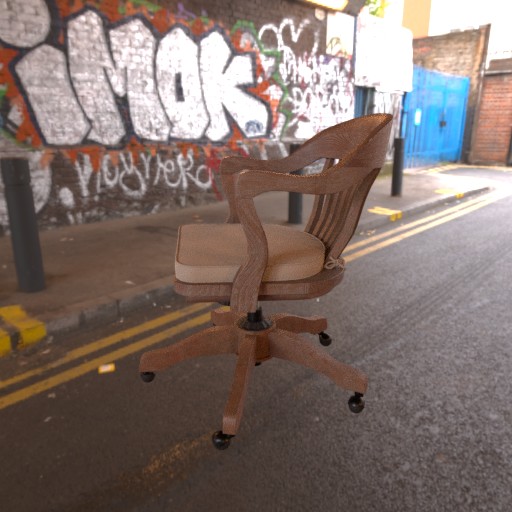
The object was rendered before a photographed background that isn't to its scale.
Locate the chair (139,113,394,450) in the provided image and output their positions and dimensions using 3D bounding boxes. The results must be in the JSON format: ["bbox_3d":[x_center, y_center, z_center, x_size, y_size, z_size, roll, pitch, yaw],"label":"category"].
[{"bbox_3d":[0.000,0.000,1.426,0.788,0.878,0.750,-2,16,-8],"label":"chair"}]
